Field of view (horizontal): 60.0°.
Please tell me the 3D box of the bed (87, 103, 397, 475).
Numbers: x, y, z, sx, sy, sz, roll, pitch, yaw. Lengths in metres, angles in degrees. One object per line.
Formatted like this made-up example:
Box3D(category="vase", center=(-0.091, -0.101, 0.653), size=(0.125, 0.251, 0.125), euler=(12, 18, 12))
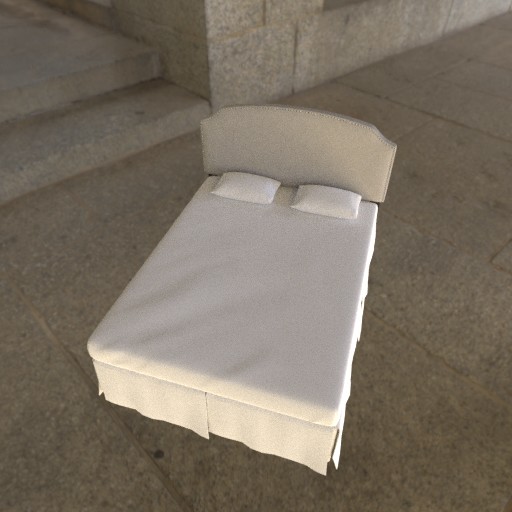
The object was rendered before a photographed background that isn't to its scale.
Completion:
Box3D(category="bed", center=(0.000, 0.000, 2.966), size=(1.558, 1.270, 1.999), euler=(12, 43, 13))
